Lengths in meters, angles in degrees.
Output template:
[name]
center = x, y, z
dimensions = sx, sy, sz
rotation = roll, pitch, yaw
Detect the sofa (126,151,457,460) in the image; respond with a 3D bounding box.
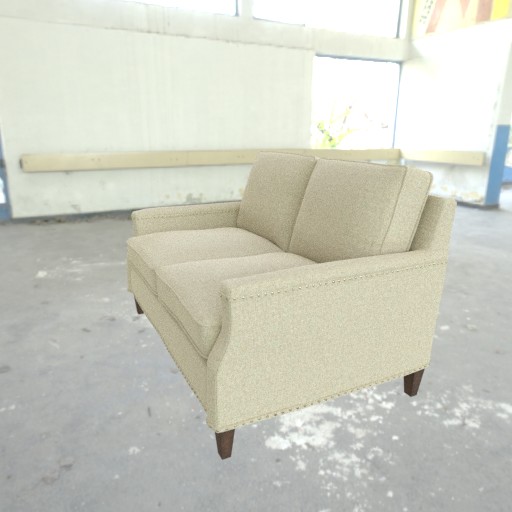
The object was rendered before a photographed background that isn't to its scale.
[sofa]
center = 0.000, 0.000, 2.282
dimensions = 1.084, 1.003, 1.597
rotation = -7, 17, -25
